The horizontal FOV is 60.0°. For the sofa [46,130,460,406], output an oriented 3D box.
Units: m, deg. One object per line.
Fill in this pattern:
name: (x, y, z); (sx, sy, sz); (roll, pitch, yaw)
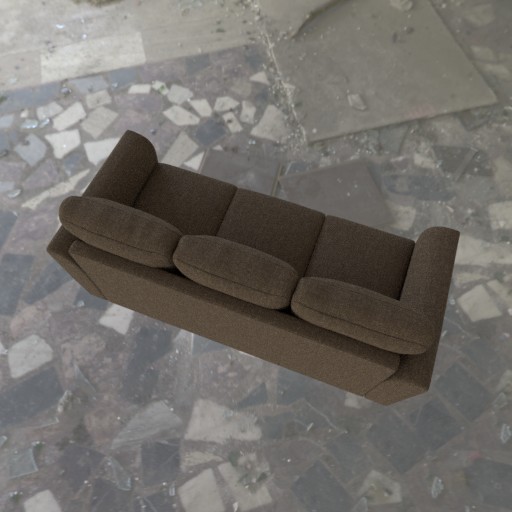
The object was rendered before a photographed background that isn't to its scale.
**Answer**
sofa: (0.000, 0.000, 2.305); (1.847, 0.891, 0.837); (19, 65, 9)
